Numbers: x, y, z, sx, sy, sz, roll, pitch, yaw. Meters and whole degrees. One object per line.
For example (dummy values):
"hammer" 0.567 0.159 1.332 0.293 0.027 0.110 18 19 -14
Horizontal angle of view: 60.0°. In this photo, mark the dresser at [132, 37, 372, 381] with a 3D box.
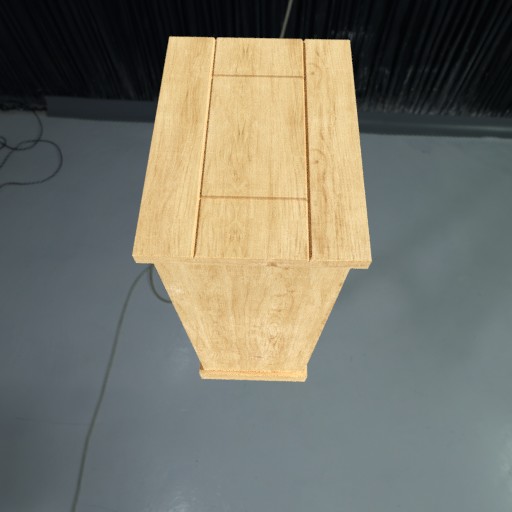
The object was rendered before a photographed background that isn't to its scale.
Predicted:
"dresser" 0.000 0.000 1.305 0.390 1.041 0.531 1 63 1
